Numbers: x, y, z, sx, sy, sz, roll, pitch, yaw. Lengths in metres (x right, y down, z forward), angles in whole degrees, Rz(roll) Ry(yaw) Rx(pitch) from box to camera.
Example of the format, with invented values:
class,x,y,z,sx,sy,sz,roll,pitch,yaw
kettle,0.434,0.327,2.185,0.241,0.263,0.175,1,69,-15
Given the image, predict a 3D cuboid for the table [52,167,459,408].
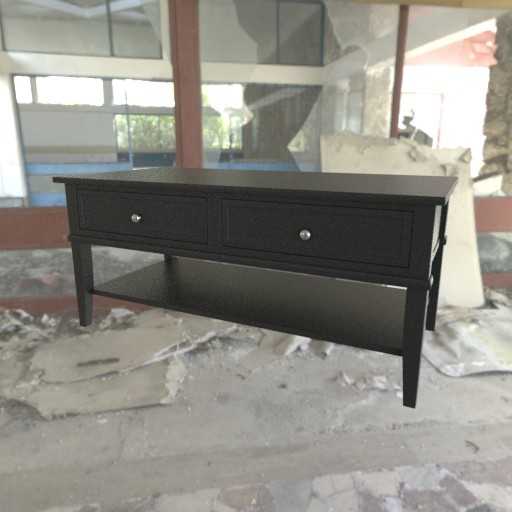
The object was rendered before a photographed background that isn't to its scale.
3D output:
class,x,y,z,sx,sy,sz,roll,pitch,yaw
table,0.000,0.000,1.331,1.044,0.470,0.523,7,16,25
